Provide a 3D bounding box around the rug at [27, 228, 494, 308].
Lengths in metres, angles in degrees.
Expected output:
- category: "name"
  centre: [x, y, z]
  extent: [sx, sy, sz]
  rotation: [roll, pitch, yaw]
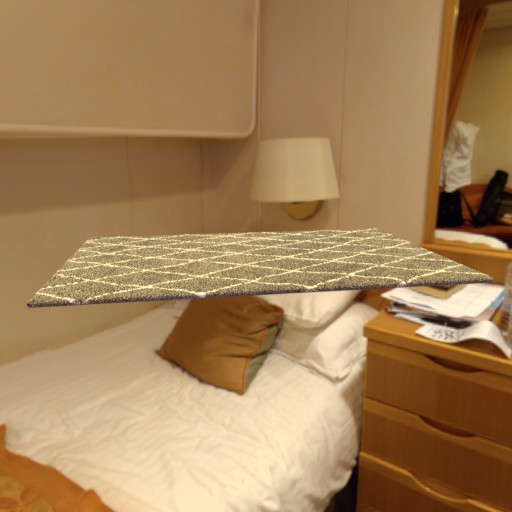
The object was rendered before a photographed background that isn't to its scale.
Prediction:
- category: "rug"
  centre: [0.000, 0.000, 2.991]
  extent: [2.438, 0.030, 1.524]
  rotation: [-2, 14, -9]
